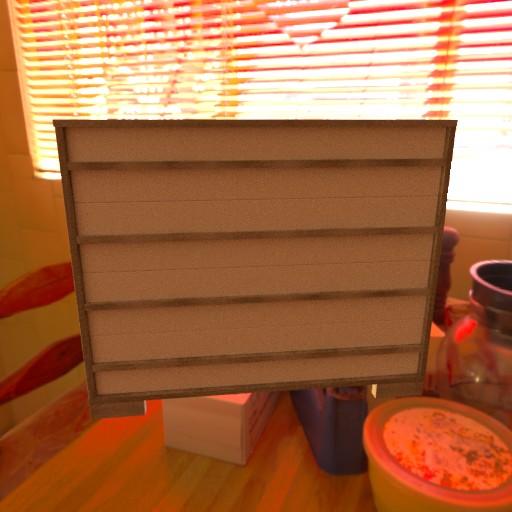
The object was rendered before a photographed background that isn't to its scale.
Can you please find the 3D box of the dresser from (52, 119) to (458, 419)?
[{"bbox_3d":[0.000,0.000,1.386,0.994,0.816,0.404,-2,17,-6],"label":"dresser"}]
